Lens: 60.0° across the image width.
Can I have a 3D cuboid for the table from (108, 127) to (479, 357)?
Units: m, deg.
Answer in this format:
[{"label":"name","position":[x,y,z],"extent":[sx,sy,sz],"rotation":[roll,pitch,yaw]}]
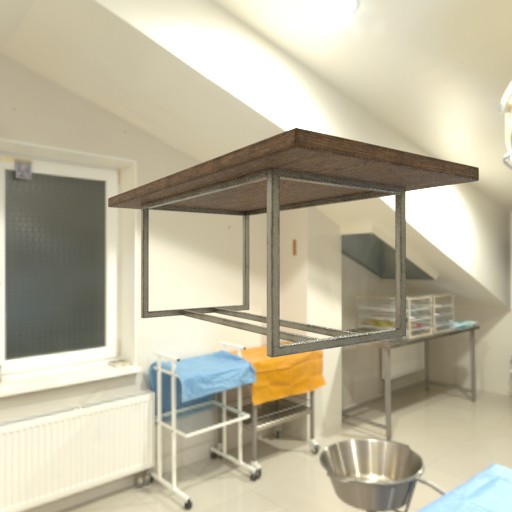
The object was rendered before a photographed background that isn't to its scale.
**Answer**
[{"label":"table","position":[0.000,0.000,2.511],"extent":[1.078,0.795,1.989],"rotation":[0,0,-35]}]
